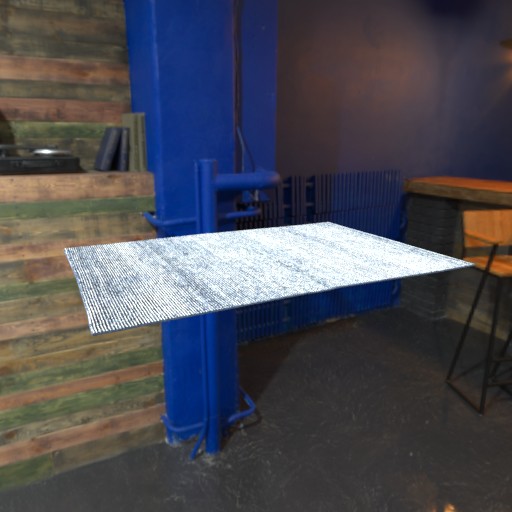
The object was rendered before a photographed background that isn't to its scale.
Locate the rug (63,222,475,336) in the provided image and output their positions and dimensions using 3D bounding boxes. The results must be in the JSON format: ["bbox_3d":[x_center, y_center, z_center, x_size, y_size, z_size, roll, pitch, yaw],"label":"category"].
[{"bbox_3d":[0.000,0.000,3.041,2.349,0.030,1.624,-7,17,-25],"label":"rug"}]
